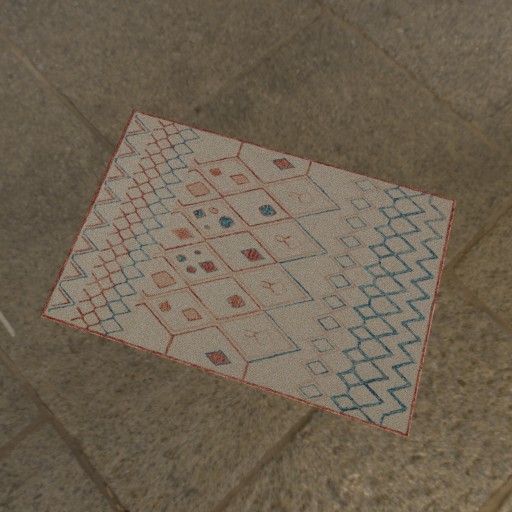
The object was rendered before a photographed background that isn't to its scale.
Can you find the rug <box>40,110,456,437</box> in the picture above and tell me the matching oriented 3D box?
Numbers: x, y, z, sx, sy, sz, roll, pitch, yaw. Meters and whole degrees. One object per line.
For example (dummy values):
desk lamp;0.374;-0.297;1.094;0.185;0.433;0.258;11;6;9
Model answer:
rug;0.000;0.000;2.250;1.829;0.016;1.219;17;74;5
